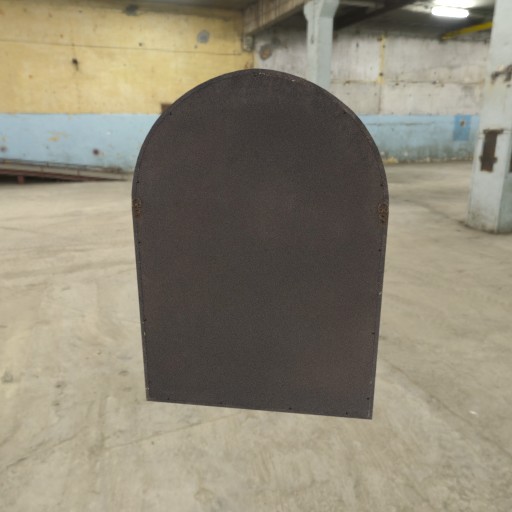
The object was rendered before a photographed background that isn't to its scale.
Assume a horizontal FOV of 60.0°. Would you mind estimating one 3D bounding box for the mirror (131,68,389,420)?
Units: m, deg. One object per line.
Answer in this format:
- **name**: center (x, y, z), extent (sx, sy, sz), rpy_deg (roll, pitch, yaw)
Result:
- **mirror**: center (0.000, 0.000, 1.175), extent (0.660, 0.920, 0.032), rpy_deg (2, 16, 8)
